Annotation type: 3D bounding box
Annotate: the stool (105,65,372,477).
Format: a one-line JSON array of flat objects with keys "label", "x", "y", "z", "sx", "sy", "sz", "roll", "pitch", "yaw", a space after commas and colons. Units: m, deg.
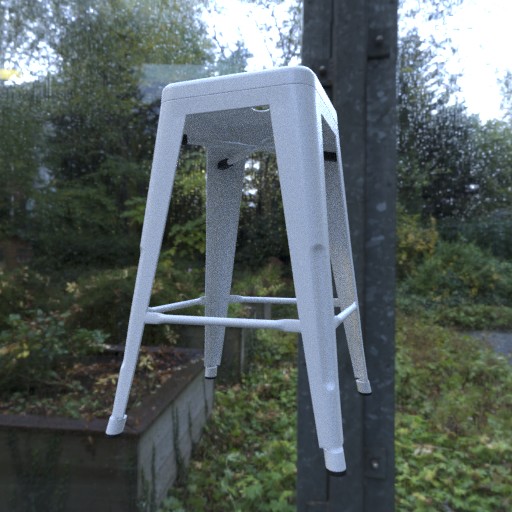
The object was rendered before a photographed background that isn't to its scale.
[{"label": "stool", "x": 0.000, "y": 0.000, "z": 0.867, "sx": 0.406, "sy": 0.610, "sz": 0.406, "roll": 0, "pitch": 0, "yaw": 20}]
